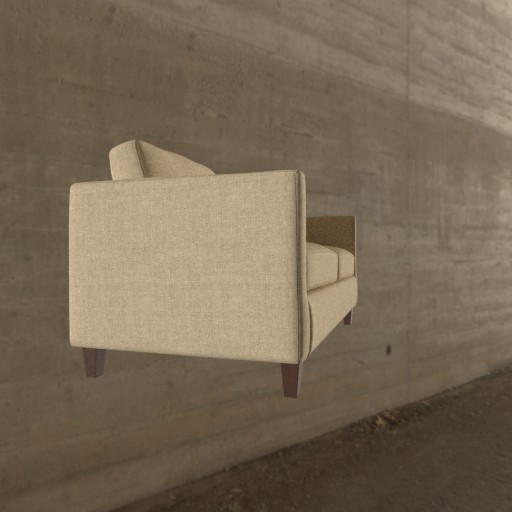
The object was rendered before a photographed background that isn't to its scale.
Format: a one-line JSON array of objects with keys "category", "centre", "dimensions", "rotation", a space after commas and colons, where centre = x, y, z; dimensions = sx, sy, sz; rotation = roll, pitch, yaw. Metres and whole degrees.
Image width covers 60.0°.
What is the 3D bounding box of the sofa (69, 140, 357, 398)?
[{"category": "sofa", "centre": [0.000, 0.000, 2.445], "dimensions": [0.950, 0.963, 1.884], "rotation": [0, 0, 18]}]
